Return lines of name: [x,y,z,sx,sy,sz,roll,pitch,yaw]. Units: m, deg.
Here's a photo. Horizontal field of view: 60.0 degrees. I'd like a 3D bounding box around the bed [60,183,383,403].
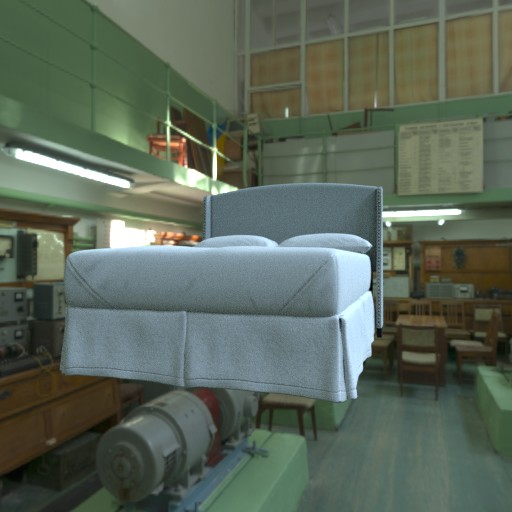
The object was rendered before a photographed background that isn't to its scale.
bed: [0.000,0.000,3.273,1.710,1.407,2.237,0,-1,18]
